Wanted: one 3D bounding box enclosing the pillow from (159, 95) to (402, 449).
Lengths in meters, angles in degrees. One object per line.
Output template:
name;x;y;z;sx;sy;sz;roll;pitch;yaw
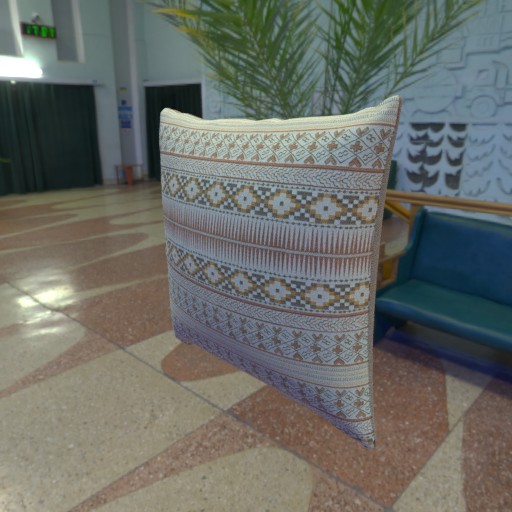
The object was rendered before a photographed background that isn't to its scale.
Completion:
pillow;0.000;0.000;0.786;0.521;0.519;0.215;16;23;43
